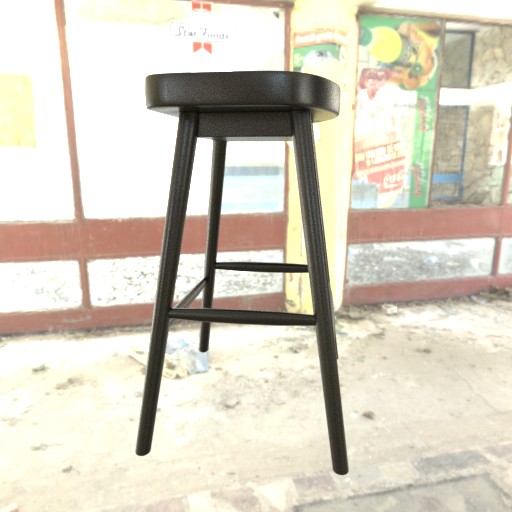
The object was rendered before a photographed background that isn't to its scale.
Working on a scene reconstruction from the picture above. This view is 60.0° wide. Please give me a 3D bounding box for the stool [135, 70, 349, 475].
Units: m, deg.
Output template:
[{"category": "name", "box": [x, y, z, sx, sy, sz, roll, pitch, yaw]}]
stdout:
[{"category": "stool", "box": [0.000, 0.000, 0.873, 0.361, 0.615, 0.440, 2, 13, 8]}]
